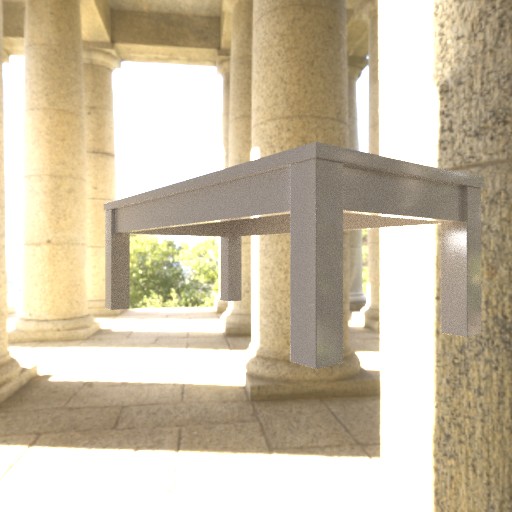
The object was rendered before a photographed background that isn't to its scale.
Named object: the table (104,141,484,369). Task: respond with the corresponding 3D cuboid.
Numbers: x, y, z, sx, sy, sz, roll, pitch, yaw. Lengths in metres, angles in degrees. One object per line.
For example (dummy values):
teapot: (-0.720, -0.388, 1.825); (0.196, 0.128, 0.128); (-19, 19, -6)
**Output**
table: (0.000, 0.000, 1.660); (0.700, 0.470, 1.350); (0, 0, -37)
